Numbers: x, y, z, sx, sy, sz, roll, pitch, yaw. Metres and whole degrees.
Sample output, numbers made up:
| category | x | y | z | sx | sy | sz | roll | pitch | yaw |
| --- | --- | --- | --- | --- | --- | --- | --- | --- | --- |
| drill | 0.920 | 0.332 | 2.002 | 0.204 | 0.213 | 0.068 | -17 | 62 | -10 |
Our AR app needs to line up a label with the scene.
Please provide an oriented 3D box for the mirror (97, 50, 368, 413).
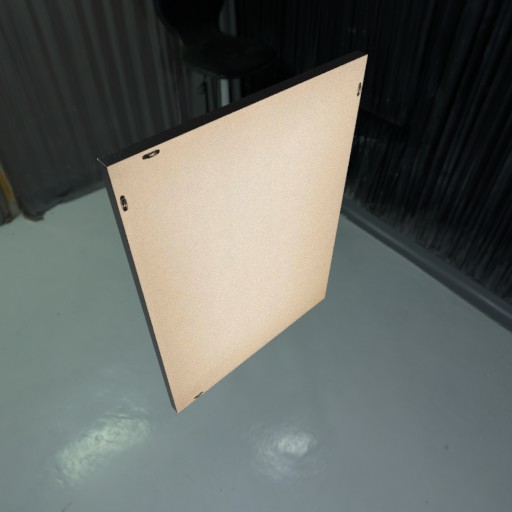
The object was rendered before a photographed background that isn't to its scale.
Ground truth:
| category | x | y | z | sx | sy | sz | roll | pitch | yaw |
| --- | --- | --- | --- | --- | --- | --- | --- | --- | --- |
| mirror | 0.000 | 0.000 | 1.357 | 0.762 | 1.016 | 0.041 | -33 | 54 | -28 |
